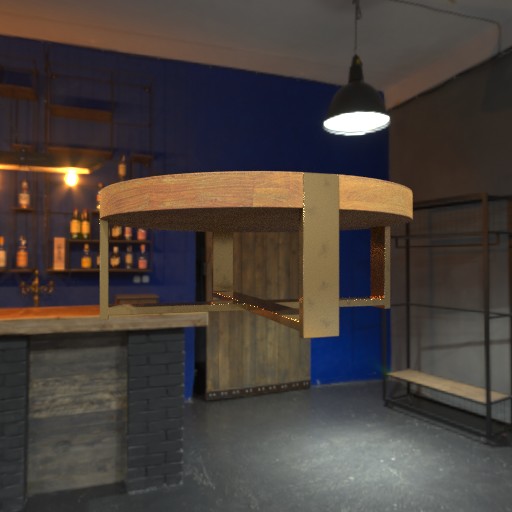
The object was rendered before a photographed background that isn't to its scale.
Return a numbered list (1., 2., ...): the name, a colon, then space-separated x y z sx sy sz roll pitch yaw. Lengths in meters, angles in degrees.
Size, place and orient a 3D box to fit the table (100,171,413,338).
1. table: 0.000 0.000 1.658 1.100 0.420 1.100 0 0 0
